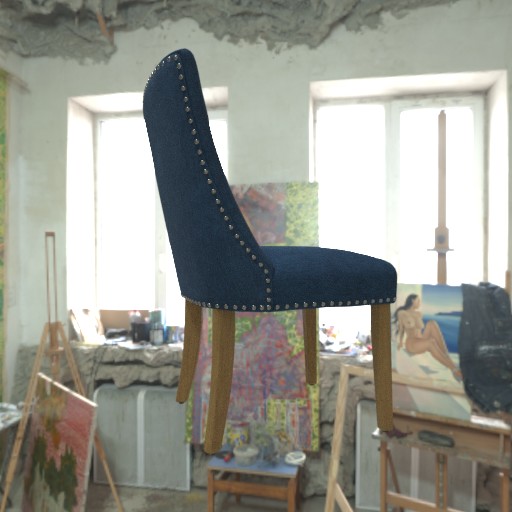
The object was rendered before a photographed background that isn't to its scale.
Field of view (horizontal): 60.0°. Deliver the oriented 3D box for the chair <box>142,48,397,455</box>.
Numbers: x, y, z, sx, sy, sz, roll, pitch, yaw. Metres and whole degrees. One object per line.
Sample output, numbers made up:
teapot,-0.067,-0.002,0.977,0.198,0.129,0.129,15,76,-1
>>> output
chair,0.000,0.000,1.243,0.610,0.902,0.495,0,0,-19
